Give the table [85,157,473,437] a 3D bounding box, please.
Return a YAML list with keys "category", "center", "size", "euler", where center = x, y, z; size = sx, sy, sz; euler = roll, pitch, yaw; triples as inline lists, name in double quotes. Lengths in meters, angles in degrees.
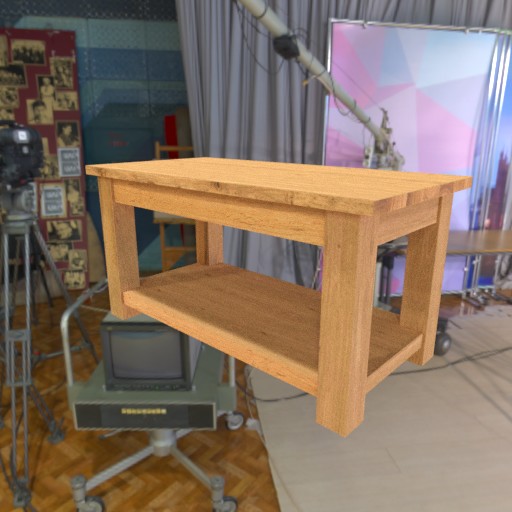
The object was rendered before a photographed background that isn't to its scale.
- category: "table"
  center: [0.000, 0.000, 1.184]
  size: [0.899, 0.452, 0.450]
  euler: [15, 22, 41]
